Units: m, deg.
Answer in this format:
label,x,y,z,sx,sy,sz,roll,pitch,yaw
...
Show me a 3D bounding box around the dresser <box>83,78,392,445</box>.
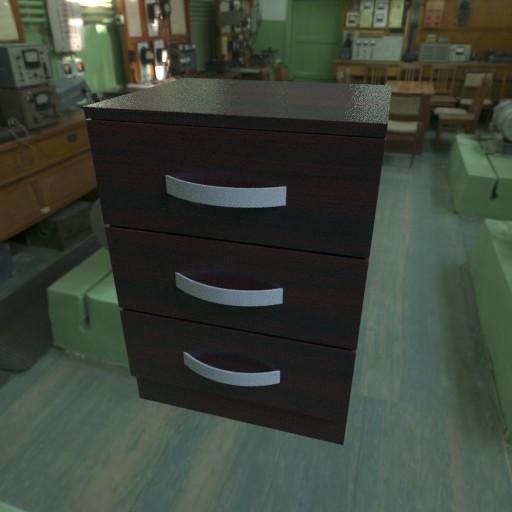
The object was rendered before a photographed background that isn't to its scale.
label,x,y,z,sx,sy,sz,roll,pitch,yaw
dresser,0.000,0.000,0.815,0.400,0.560,0.360,8,29,14
